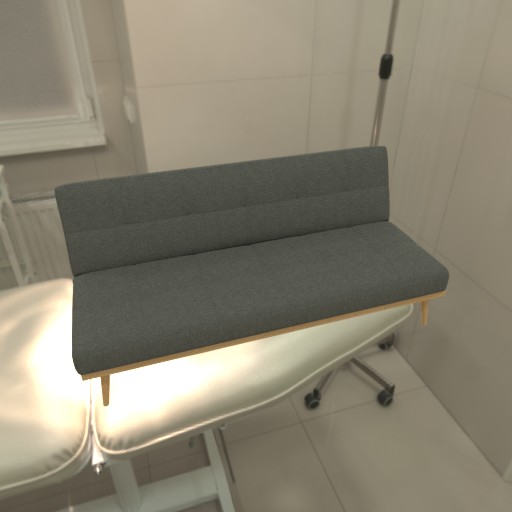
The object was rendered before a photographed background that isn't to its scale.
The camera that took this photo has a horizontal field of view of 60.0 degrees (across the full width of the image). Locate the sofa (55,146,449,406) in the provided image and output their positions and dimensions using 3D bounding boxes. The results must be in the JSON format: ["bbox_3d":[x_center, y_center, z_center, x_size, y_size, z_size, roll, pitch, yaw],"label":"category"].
[{"bbox_3d":[0.000,0.000,2.272,1.820,0.770,0.820,-10,35,-15],"label":"sofa"}]
